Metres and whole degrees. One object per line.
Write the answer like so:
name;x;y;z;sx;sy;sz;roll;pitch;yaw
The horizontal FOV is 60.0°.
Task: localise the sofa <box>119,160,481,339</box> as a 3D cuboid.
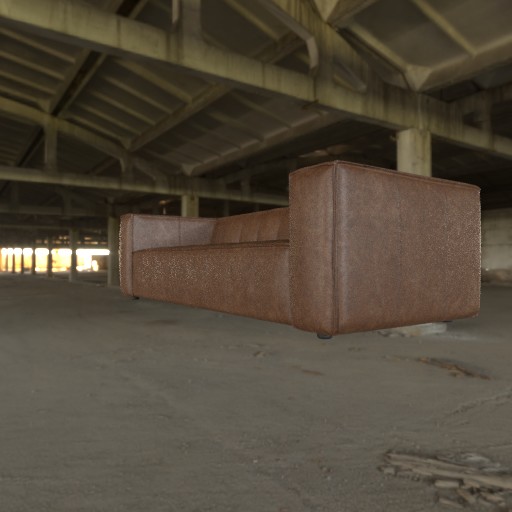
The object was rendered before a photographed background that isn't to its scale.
sofa;0.000;0.000;2.983;1.102;0.701;2.581;0;-1;-35
